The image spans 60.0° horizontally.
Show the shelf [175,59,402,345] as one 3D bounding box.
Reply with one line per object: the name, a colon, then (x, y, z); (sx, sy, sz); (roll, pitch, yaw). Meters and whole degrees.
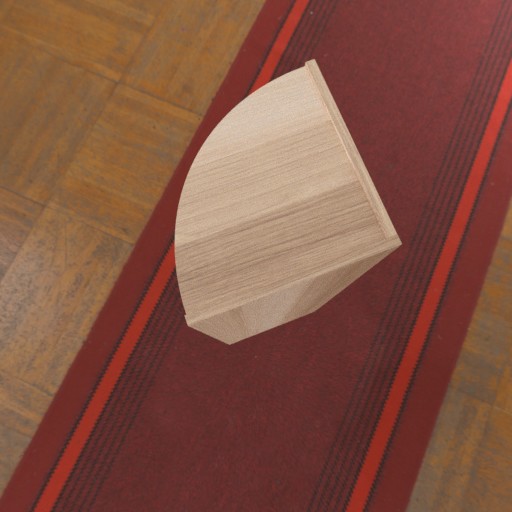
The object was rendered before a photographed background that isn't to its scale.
shelf: (0.000, 0.000, 1.011); (0.290, 0.872, 0.290); (-21, 78, -5)
